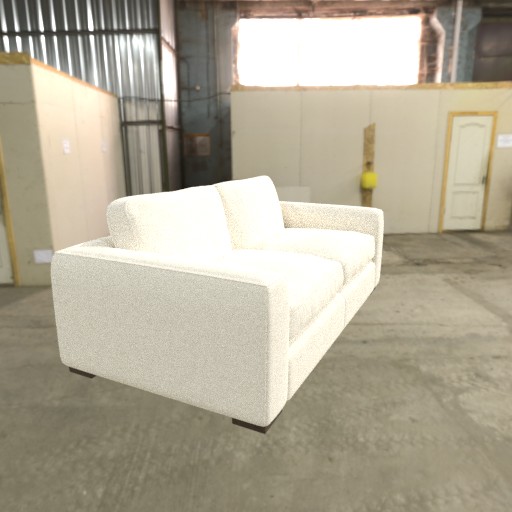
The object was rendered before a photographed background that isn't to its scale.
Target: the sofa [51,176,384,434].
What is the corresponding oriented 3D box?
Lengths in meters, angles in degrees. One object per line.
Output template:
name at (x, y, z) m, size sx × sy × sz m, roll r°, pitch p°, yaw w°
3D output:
sofa at (0.000, 0.000, 2.526) m, size 1.069 × 0.801 × 1.920 m, roll 7°, pitch 16°, yaw 26°
